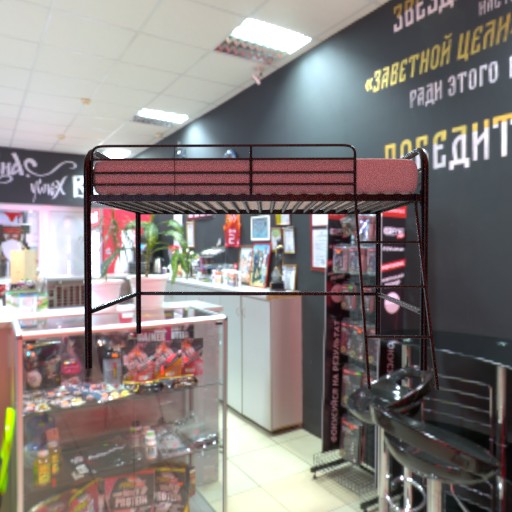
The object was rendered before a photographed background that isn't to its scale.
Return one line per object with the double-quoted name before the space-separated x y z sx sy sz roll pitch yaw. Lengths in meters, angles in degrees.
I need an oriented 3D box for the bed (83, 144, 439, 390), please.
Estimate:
"bed" 0.000 0.000 2.883 1.968 1.289 1.393 0 1 1
